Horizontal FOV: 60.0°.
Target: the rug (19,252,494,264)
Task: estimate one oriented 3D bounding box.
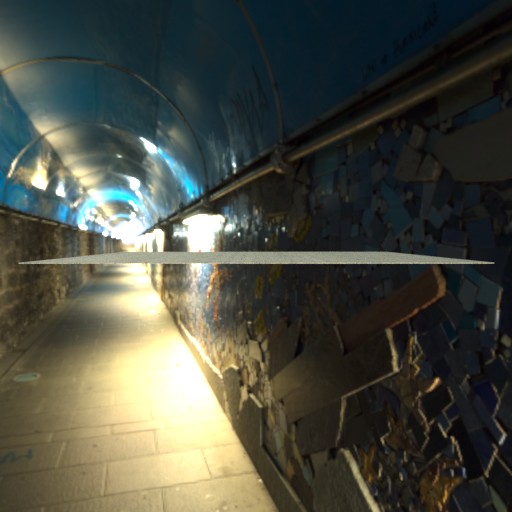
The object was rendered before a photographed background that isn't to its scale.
[{"bbox_3d":[0.000,0.000,4.198,3.197,0.006,2.438,0,2,0],"label":"rug"}]
